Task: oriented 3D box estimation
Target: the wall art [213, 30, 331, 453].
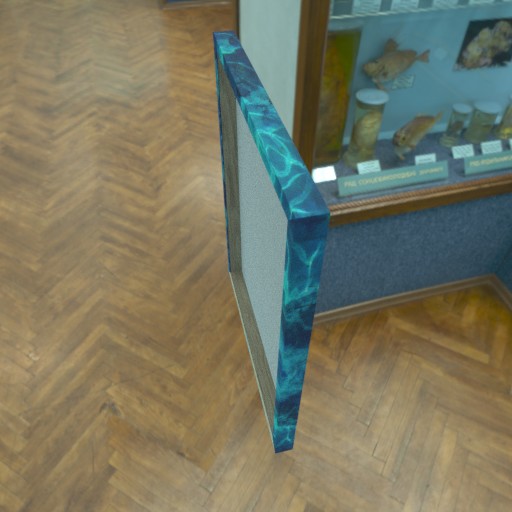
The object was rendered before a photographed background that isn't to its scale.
[{"bbox_3d":[0.000,0.000,0.843,0.038,0.635,0.508,-10,47,-9],"label":"wall art"}]
